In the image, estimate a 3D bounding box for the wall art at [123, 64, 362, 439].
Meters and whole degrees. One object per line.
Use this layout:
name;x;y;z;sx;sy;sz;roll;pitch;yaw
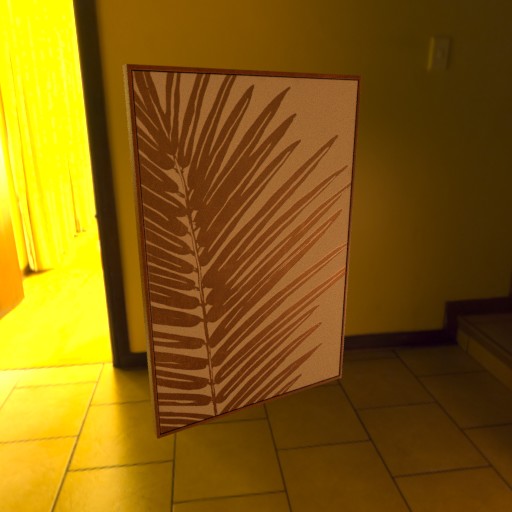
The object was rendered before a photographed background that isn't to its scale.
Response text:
wall art;0.000;0.000;1.184;0.610;0.914;0.037;-9;20;-27
